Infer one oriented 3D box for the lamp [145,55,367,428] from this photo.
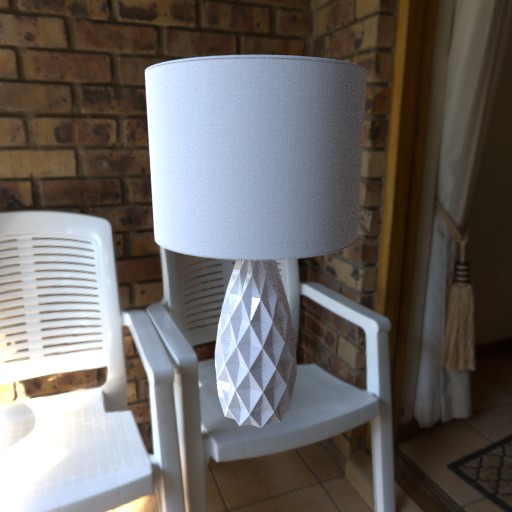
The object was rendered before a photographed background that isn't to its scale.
[{"bbox_3d":[0.000,0.000,0.673,0.297,0.522,0.297,0,15,0],"label":"lamp"}]
